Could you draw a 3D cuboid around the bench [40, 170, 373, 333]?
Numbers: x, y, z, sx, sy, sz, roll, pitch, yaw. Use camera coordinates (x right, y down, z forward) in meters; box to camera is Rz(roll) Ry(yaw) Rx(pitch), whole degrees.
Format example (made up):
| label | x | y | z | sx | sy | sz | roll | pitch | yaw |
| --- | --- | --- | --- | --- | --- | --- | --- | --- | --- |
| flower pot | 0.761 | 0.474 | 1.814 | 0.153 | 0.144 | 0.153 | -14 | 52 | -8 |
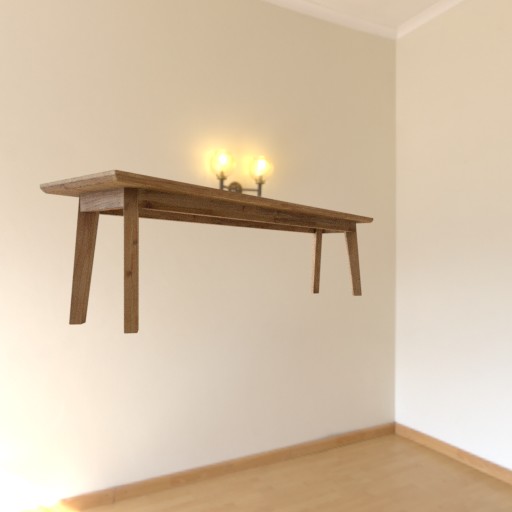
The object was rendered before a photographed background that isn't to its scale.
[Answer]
| label | x | y | z | sx | sy | sz | roll | pitch | yaw |
| --- | --- | --- | --- | --- | --- | --- | --- | --- | --- |
| bench | 0.000 | 0.000 | 1.914 | 0.378 | 0.431 | 1.698 | 0 | 0 | 37 |
